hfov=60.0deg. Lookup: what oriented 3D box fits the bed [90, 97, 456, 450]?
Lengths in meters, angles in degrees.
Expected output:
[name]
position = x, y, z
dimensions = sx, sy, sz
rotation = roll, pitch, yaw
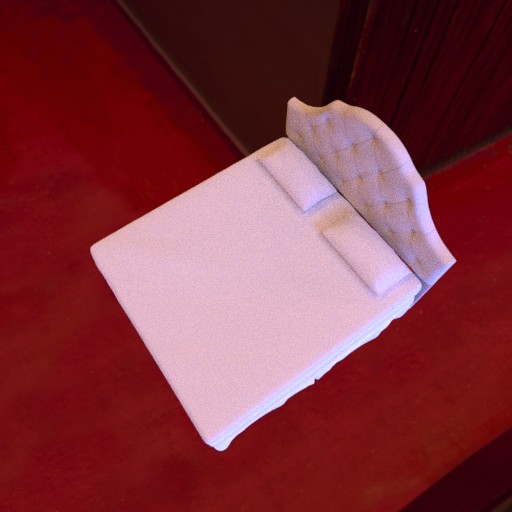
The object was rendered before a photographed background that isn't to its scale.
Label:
[bed]
position = 0.000, 0.000, 3.541
dimensions = 2.214, 1.615, 2.008
rotation = -33, 69, -14
